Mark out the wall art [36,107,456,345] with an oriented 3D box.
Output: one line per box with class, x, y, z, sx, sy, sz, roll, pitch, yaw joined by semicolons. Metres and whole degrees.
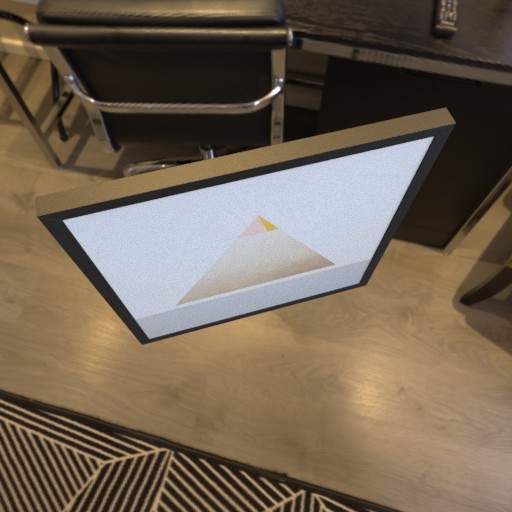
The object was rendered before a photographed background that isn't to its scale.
wall art;0.000;0.000;1.134;0.769;0.766;0.042;-14;64;-7
